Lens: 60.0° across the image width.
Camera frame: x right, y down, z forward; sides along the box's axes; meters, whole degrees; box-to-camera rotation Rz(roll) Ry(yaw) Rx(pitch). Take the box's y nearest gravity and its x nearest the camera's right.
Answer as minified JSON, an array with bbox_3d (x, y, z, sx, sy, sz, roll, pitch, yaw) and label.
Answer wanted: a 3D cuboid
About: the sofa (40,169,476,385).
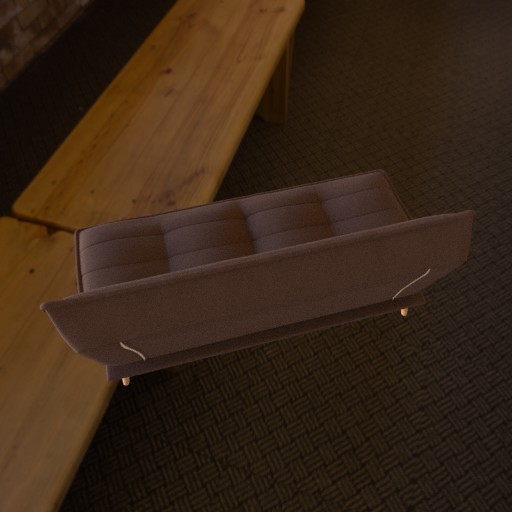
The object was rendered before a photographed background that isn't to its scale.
[{"bbox_3d":[0.000,0.000,2.417,1.940,0.890,0.950,-12,57,-8],"label":"sofa"}]
